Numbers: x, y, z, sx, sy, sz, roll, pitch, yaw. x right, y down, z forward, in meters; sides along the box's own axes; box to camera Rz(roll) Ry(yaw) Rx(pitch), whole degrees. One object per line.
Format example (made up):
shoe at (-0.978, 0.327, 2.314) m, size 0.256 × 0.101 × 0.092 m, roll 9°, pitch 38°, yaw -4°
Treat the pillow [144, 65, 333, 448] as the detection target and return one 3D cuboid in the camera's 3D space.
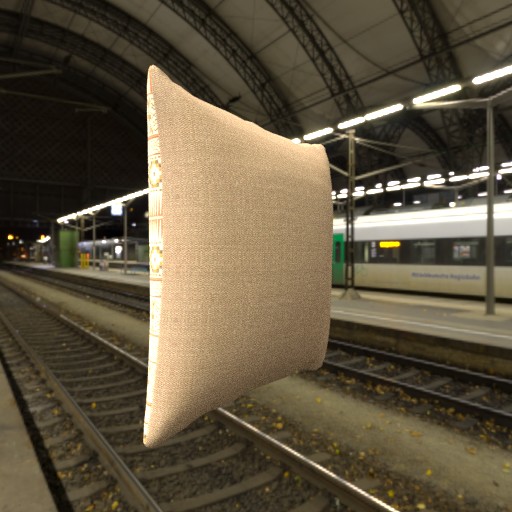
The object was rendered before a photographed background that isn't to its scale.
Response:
pillow at (0.000, 0.000, 0.807) m, size 0.215 × 0.519 × 0.521 m, roll 0°, pitch 0°, yaw 35°
